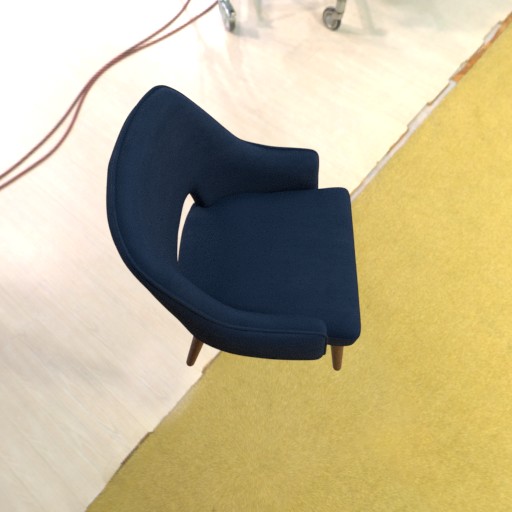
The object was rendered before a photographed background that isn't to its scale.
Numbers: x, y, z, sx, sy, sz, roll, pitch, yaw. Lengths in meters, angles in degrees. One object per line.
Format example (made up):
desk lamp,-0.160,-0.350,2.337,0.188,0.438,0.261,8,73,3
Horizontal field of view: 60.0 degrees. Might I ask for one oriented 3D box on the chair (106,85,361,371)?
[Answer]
chair,0.000,0.000,1.231,0.591,0.844,0.559,1,64,1
